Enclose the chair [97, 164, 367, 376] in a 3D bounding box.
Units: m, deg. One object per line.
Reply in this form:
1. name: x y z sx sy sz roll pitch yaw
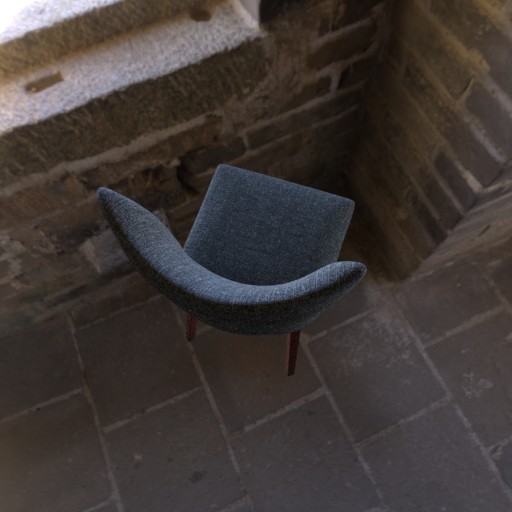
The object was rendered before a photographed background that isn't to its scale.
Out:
1. chair: 0.000 0.000 1.302 0.535 0.924 0.623 17 65 8
